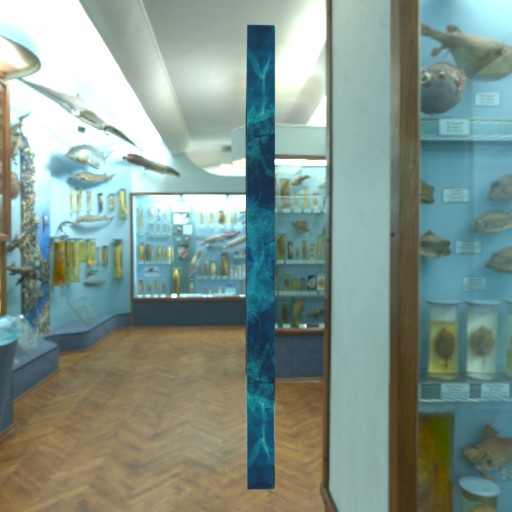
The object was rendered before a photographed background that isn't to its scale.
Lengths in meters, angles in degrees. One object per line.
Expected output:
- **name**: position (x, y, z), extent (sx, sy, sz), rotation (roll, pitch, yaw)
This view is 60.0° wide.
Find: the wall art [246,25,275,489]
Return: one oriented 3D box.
- **wall art**: position (0.000, 0.000, 0.859), extent (0.038, 0.635, 0.508), rotation (0, 1, -2)
